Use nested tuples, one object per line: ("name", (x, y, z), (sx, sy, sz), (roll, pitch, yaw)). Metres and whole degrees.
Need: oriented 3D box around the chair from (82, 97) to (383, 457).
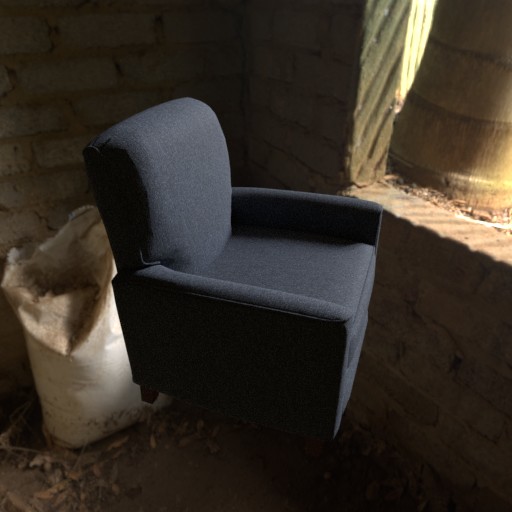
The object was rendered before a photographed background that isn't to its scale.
("chair", (0.000, 0.000, 1.637), (0.850, 1.016, 0.839), (11, 33, 17))
